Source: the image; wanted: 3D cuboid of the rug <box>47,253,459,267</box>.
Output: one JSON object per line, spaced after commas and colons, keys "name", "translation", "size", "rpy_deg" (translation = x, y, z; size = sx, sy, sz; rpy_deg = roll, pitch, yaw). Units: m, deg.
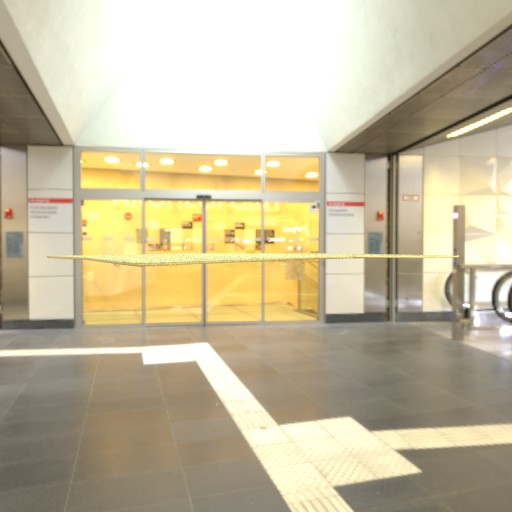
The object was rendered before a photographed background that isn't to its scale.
{"name": "rug", "translation": [0.000, 0.000, 2.999], "size": [2.305, 0.029, 1.593], "rpy_deg": [-1, 1, -36]}
